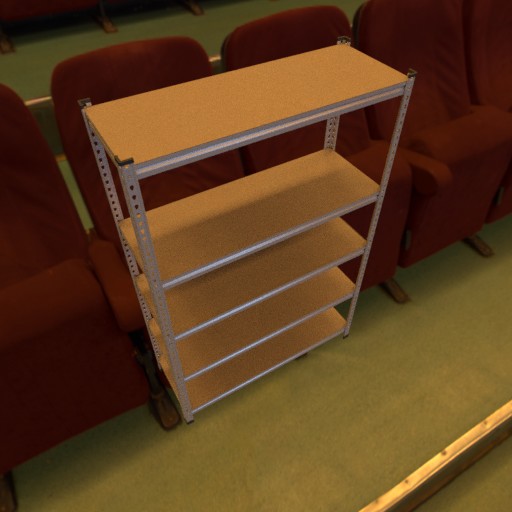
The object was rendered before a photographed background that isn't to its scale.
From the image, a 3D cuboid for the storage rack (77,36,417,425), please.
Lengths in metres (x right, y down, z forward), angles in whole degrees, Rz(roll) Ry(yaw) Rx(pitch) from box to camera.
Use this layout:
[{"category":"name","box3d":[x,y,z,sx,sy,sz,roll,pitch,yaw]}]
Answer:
[{"category":"storage rack","box3d":[0.000,0.000,2.317,1.219,1.829,0.457,-23,50,-21]}]
